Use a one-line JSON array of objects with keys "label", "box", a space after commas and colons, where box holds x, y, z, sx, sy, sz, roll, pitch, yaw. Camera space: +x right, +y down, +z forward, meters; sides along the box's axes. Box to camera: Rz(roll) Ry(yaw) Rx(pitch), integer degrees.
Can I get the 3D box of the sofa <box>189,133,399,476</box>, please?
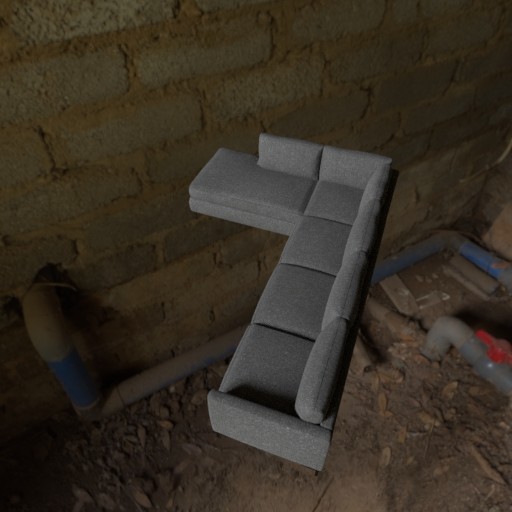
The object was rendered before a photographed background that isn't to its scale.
[{"label": "sofa", "box": [0.000, 0.000, 3.888, 2.007, 0.815, 2.949, 15, 48, 14]}]
